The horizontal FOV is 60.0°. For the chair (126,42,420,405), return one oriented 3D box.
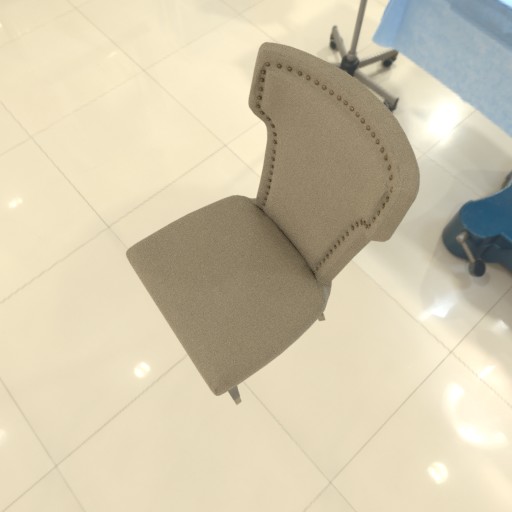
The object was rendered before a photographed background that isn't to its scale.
[{"bbox_3d":[0.000,0.000,1.304,0.630,0.955,0.526,-32,69,-14],"label":"chair"}]
